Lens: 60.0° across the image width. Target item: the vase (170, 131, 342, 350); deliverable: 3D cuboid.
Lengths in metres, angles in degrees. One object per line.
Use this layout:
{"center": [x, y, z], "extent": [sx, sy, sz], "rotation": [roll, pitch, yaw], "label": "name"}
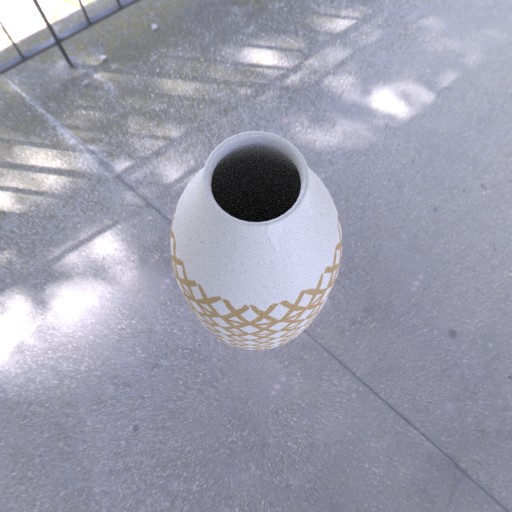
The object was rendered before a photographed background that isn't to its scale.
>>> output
{"center": [0.000, 0.000, 0.492], "extent": [0.186, 0.380, 0.186], "rotation": [0, 73, 0], "label": "vase"}
